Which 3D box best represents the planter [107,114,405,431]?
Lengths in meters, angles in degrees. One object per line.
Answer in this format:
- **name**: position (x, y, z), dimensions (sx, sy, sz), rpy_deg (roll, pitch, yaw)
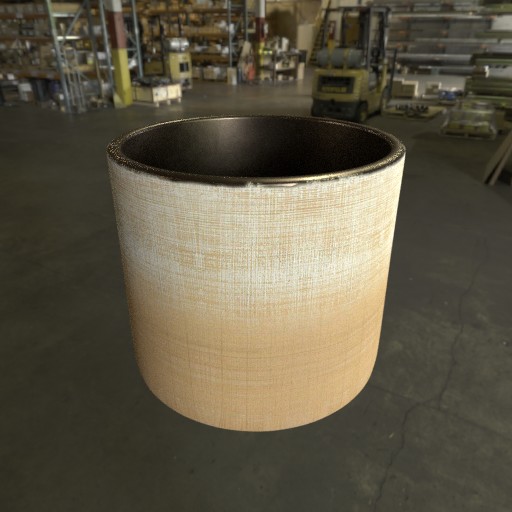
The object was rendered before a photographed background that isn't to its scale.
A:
- **planter**: position (0.000, 0.000, 0.380), dimensions (0.221, 0.201, 0.221), rpy_deg (0, 27, 0)
